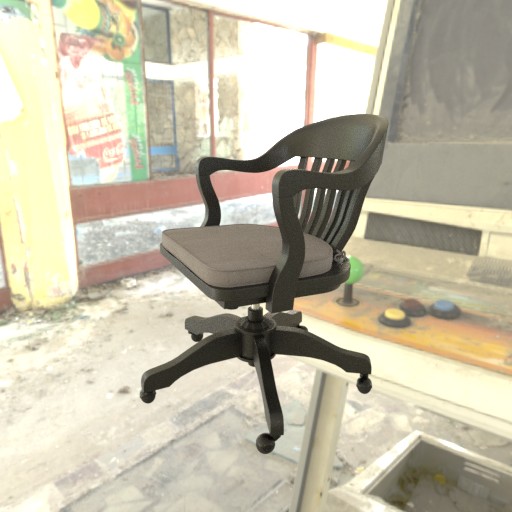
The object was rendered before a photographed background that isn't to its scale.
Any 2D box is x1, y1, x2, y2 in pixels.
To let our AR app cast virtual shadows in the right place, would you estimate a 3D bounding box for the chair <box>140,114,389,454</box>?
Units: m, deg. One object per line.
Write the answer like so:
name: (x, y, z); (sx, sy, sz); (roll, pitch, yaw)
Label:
chair: (0.000, 0.000, 1.419); (0.788, 0.878, 0.750); (-8, 18, -25)
